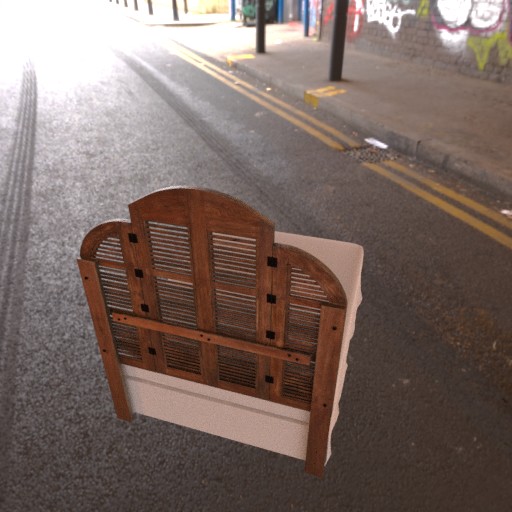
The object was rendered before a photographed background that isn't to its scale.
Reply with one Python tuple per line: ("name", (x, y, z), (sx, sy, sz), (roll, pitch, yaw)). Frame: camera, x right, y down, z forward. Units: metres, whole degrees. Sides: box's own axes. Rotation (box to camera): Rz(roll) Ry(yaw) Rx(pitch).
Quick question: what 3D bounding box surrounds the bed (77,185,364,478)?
("bed", (0.000, 0.000, 3.559), (1.713, 2.019, 2.138), (10, 34, 15))
